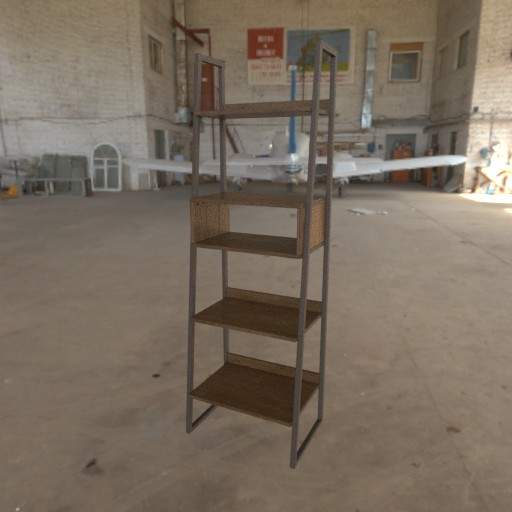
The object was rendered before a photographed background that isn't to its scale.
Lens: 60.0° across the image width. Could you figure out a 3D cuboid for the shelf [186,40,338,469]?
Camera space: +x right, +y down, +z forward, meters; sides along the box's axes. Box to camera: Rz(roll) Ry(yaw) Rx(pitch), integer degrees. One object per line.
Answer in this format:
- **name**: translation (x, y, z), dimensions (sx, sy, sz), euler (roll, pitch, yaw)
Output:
- **shelf**: translation (0.000, 0.000, 2.298), dimensions (0.652, 2.005, 0.454), euler (7, 15, 26)
